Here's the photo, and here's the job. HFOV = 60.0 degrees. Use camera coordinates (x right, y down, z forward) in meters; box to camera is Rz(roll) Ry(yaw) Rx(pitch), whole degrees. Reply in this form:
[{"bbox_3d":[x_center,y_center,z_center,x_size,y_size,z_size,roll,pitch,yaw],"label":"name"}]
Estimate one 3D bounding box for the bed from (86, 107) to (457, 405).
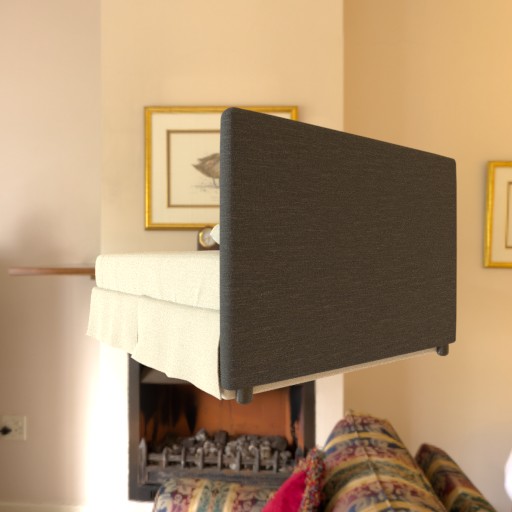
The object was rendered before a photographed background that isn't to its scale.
[{"bbox_3d":[0.000,0.000,3.285,1.884,1.330,2.142,0,0,-36],"label":"bed"}]
